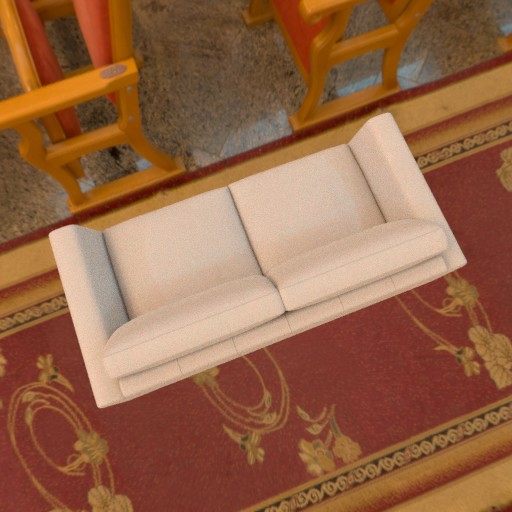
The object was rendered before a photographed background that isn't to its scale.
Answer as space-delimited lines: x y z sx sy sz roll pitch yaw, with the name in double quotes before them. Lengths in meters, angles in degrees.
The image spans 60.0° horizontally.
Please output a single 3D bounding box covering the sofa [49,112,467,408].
"sofa" 0.000 0.000 2.480 2.017 0.875 0.953 -21 77 -5
